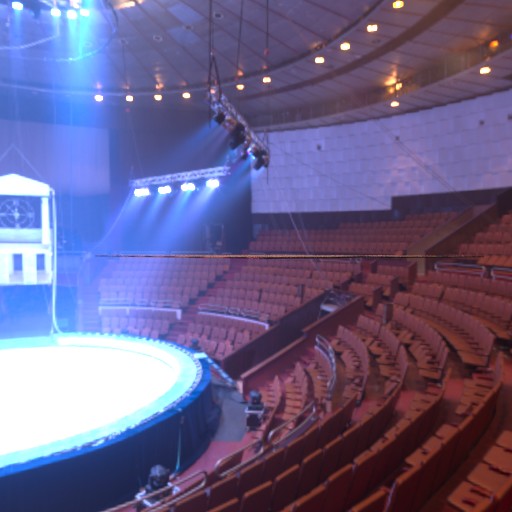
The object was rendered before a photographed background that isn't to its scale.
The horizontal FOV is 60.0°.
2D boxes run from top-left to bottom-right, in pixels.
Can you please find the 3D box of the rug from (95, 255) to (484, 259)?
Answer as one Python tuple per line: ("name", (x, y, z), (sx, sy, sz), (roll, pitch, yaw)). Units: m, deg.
("rug", (0.000, 0.000, 3.007), (1.522, 0.010, 2.311), (0, 0, -35))
